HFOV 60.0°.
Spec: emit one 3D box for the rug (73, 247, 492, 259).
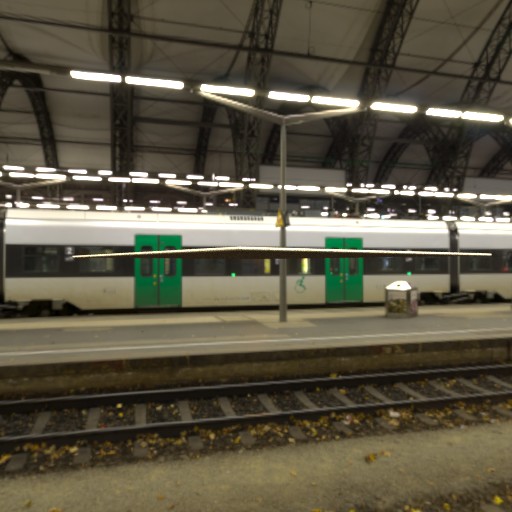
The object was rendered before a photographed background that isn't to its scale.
[{"bbox_3d":[0.000,0.000,4.046,2.441,0.015,3.050,1,-1,-36],"label":"rug"}]
